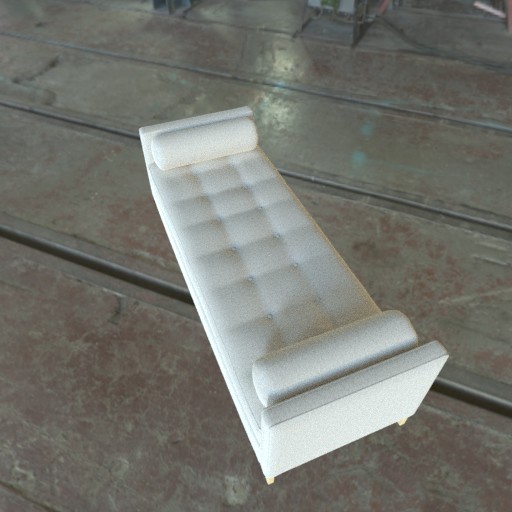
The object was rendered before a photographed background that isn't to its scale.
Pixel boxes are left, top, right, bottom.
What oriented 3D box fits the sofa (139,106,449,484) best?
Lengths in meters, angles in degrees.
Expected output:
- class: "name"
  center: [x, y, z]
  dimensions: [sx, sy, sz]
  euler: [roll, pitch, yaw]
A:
- class: "sofa"
  center: [0.000, 0.000, 2.354]
  dimensions: [0.746, 0.641, 1.985]
  euler: [-17, 49, -15]
